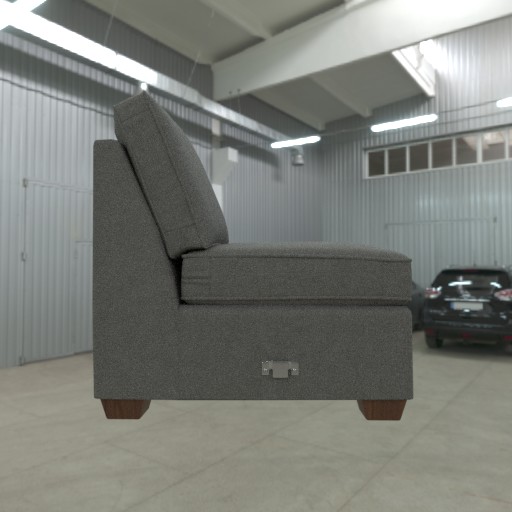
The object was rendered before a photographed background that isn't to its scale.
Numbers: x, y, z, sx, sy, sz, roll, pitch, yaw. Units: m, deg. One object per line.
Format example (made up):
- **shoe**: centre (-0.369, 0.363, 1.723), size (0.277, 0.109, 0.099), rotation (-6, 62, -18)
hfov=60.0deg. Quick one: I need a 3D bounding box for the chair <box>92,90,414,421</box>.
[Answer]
- **chair**: centre (0.000, 0.000, 1.564), size (0.938, 0.970, 0.621), rotation (0, -2, 1)
